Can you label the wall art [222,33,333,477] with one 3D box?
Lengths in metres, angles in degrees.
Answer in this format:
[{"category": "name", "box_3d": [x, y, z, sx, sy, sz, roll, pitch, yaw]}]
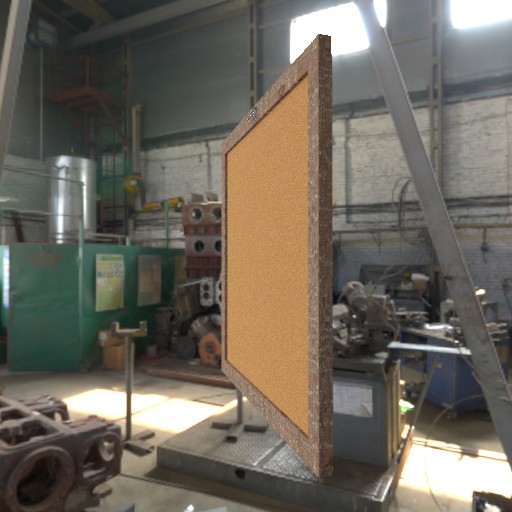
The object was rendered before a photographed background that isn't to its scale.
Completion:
[{"category": "wall art", "box_3d": [0.000, 0.000, 0.561, 0.022, 0.380, 0.380, 0, 0, -17]}]
